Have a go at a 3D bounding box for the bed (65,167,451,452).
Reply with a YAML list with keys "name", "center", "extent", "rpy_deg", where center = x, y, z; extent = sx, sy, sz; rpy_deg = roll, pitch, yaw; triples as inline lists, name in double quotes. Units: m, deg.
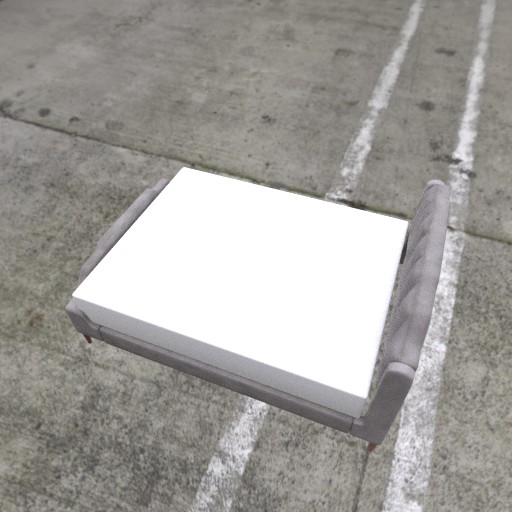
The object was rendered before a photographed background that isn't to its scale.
- name: "bed"
  center: [0.000, 0.000, 3.270]
  extent: [2.340, 1.245, 1.676]
  rpy_deg: [16, 48, 15]
